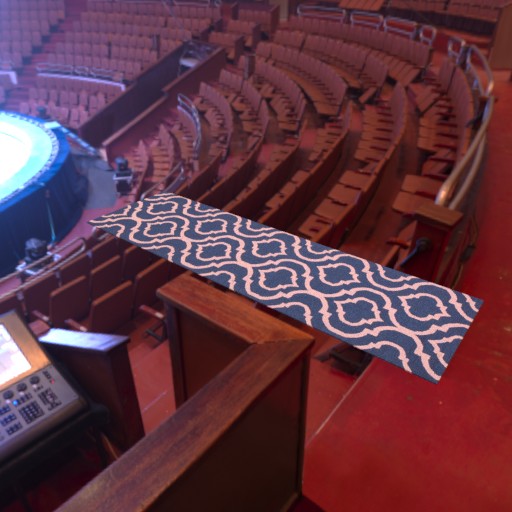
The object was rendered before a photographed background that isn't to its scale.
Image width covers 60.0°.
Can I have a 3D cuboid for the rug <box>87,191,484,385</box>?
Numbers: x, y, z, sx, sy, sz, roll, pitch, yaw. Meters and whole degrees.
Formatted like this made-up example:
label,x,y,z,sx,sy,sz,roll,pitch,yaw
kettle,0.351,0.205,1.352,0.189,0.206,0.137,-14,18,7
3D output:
label,x,y,z,sx,sy,sz,roll,pitch,yaw
rug,0.000,0.000,2.546,2.296,0.006,0.685,22,37,32
